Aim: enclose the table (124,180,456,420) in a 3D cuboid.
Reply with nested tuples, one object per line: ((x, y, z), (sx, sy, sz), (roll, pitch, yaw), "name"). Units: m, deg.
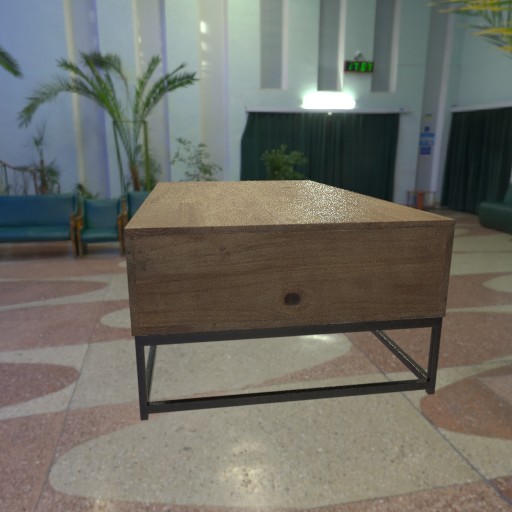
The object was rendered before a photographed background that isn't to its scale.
((0.000, 0.000, 1.422), (0.655, 0.395, 1.101), (-2, 14, -9), "table")
